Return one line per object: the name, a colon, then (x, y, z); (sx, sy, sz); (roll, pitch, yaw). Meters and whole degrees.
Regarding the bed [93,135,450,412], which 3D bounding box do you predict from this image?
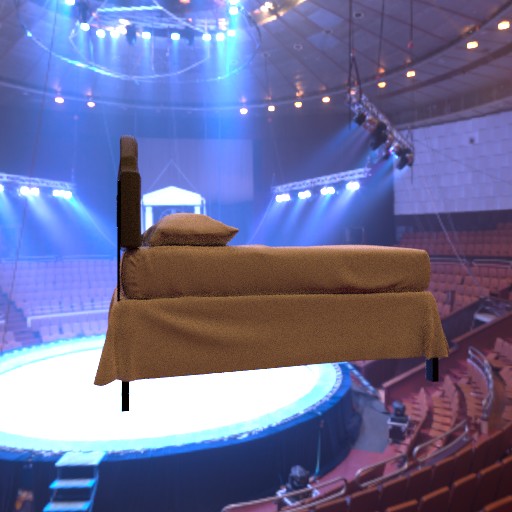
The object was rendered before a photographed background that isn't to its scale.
bed: (0.000, 0.000, 3.350); (2.222, 1.634, 1.780); (0, 0, -17)
